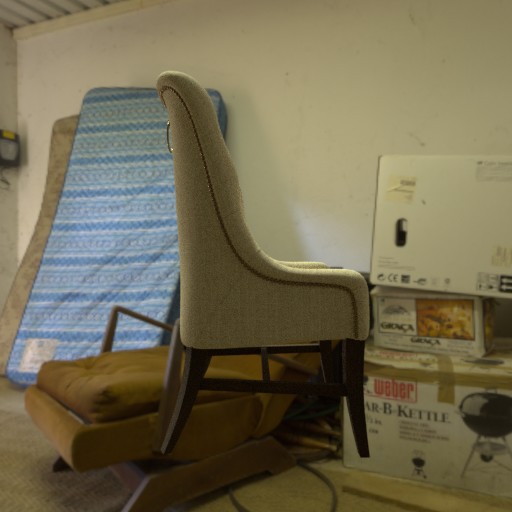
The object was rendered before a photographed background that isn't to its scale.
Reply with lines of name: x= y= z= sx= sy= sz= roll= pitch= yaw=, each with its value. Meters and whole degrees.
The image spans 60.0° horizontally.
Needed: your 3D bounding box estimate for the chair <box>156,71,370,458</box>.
chair: x=0.000 y=0.000 z=1.485 sx=0.629 sy=1.091 sz=0.634 roll=0 pitch=1 yaw=0
